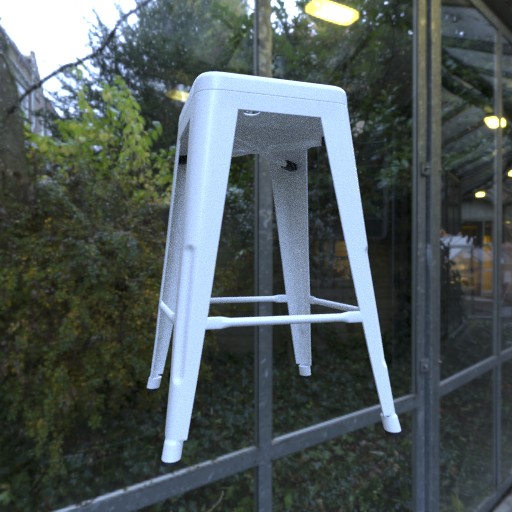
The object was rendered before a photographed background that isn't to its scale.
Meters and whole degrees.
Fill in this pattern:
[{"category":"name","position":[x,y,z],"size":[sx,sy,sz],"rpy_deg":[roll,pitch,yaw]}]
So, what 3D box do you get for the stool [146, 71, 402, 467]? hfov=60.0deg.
[{"category":"stool","position":[0.000,0.000,0.888],"size":[0.406,0.610,0.406],"rpy_deg":[0,0,-17]}]
